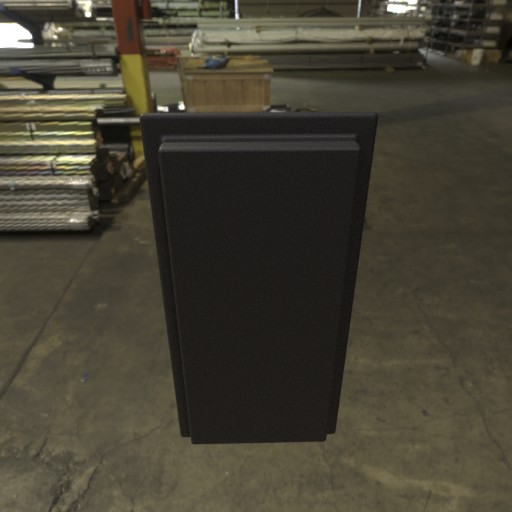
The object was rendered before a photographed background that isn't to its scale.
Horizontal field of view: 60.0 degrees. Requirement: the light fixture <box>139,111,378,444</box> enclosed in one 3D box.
[{"bbox_3d":[0.000,0.000,0.417,0.170,0.298,0.207,-1,30,-1],"label":"light fixture"}]
